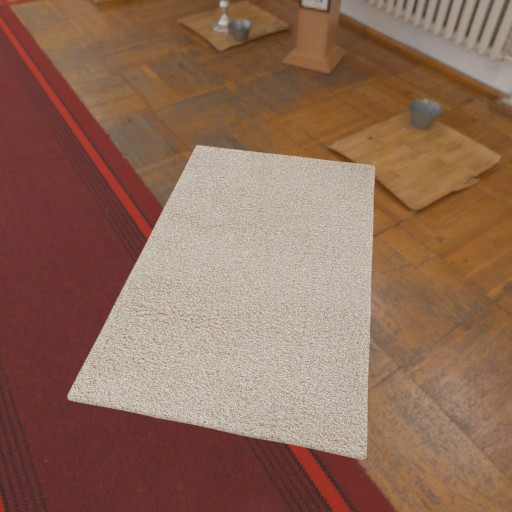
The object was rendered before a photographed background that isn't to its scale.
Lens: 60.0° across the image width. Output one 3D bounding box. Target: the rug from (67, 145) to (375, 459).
[{"bbox_3d":[0.000,0.000,3.452,1.778,0.030,2.743,8,48,8],"label":"rug"}]
